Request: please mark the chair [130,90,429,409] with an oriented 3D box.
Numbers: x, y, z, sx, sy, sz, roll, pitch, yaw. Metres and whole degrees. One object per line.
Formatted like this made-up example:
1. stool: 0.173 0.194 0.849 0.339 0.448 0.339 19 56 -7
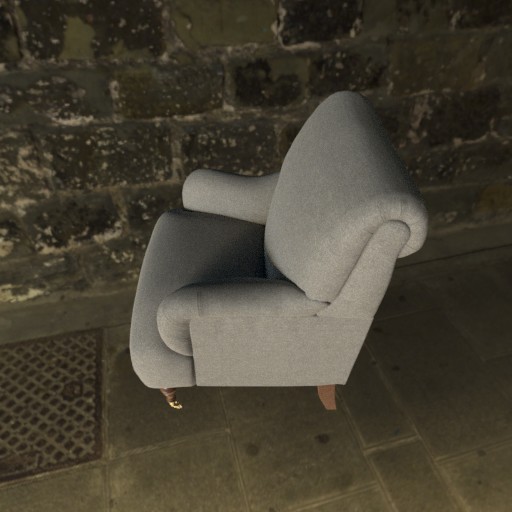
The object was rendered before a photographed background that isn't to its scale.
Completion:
1. chair: 0.000 0.000 1.574 0.843 0.942 0.766 -1 41 -1
